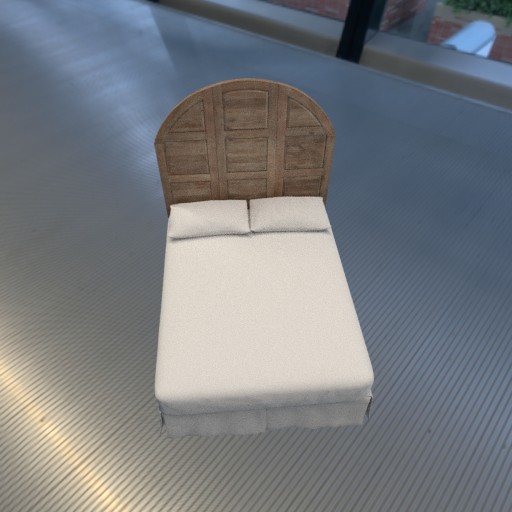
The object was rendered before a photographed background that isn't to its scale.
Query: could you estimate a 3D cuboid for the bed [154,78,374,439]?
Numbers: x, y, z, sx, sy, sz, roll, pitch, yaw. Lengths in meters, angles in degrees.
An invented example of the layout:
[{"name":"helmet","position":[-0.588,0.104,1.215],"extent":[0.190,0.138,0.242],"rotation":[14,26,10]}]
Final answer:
[{"name":"bed","position":[0.000,0.000,3.586],"extent":[1.713,2.002,2.112],"rotation":[-3,46,-3]}]
